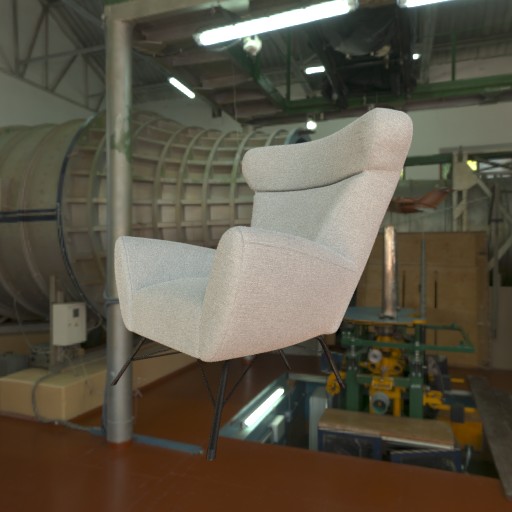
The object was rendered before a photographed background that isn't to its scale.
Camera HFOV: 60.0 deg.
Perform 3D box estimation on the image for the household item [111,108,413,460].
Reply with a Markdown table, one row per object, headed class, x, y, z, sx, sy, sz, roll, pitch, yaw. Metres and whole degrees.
| class | x | y | z | sx | sy | sz | roll | pitch | yaw |
| --- | --- | --- | --- | --- | --- | --- | --- | --- | --- |
| household item | 0.000 | 0.000 | 1.742 | 0.900 | 1.050 | 0.980 | 0 | 1 | -36 |
